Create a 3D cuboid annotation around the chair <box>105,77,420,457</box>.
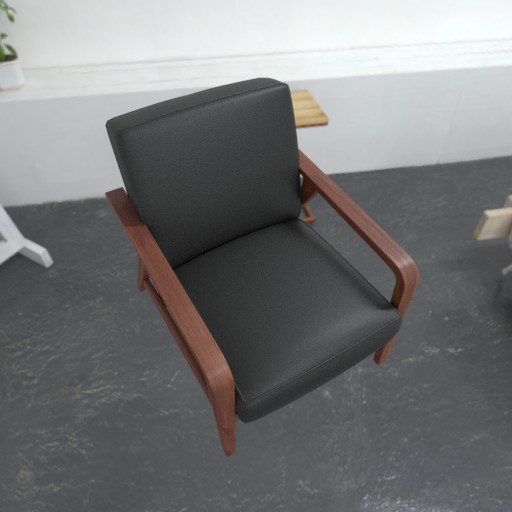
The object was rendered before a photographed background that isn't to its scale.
[{"bbox_3d":[0.000,0.000,1.501,0.719,0.861,0.889,-24,51,-21],"label":"chair"}]
